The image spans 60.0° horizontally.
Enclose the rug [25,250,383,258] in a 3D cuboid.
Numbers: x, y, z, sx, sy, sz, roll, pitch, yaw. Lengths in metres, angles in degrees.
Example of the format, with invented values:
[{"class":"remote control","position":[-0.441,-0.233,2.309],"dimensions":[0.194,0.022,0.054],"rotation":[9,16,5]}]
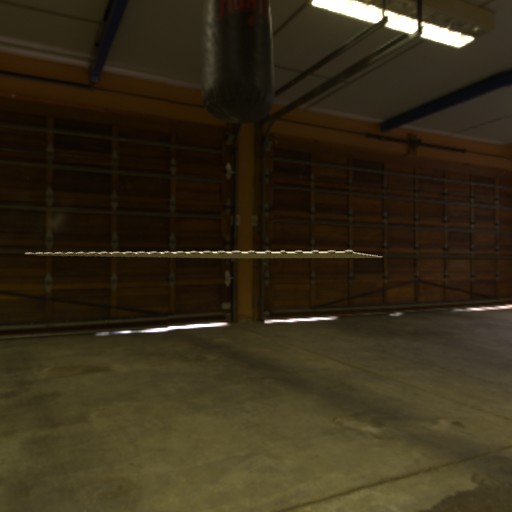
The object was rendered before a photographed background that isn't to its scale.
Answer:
[{"class":"rug","position":[0.000,0.000,3.029],"dimensions":[1.563,0.014,2.425],"rotation":[0,-1,19]}]
